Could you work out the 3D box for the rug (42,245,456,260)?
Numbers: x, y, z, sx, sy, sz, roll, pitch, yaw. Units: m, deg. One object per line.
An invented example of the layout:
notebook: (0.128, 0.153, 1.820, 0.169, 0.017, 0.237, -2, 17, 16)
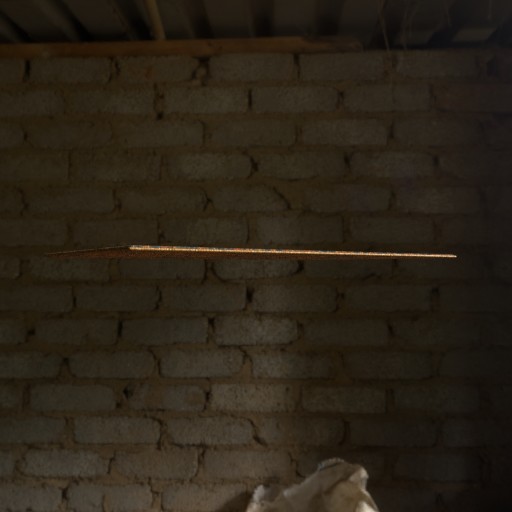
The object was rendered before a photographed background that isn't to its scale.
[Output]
rug: (0.000, 0.000, 1.095, 0.863, 0.008, 0.557, 1, -2, -37)
